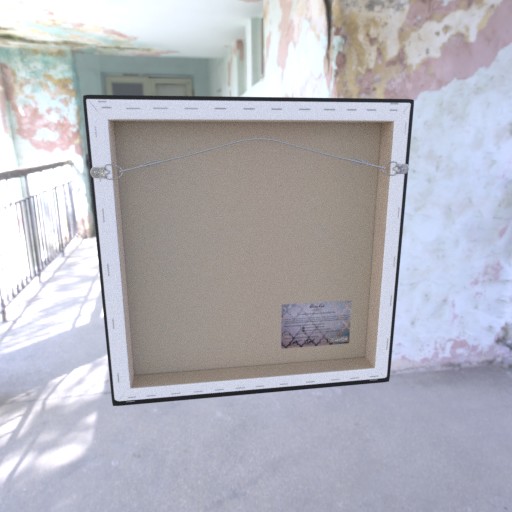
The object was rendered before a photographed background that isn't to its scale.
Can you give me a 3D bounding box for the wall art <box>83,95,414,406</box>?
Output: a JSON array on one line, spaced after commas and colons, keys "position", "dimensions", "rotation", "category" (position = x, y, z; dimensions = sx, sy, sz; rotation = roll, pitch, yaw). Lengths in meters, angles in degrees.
[{"position": [0.000, 0.000, 0.603], "dimensions": [0.406, 0.407, 0.041], "rotation": [-2, 15, -9], "category": "wall art"}]
